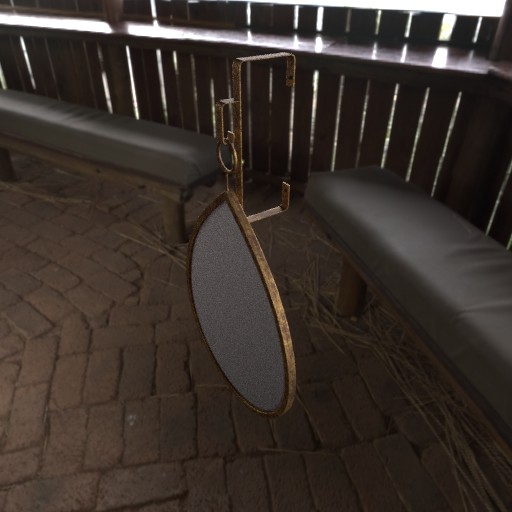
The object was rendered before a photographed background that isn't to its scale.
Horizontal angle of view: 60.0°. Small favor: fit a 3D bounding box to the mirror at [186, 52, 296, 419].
[{"bbox_3d":[0.000,0.000,0.898,0.144,0.744,0.405,-21,39,-29],"label":"mirror"}]
